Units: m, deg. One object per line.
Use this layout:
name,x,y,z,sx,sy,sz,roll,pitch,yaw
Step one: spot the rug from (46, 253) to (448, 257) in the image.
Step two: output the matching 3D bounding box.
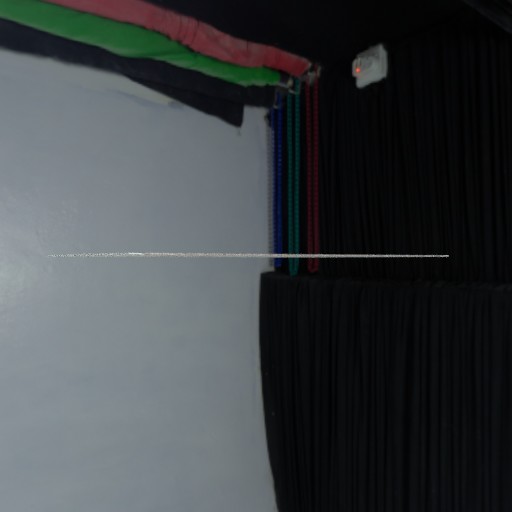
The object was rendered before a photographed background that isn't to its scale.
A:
rug,0.000,0.000,3.145,2.440,0.010,1.528,0,0,-37
